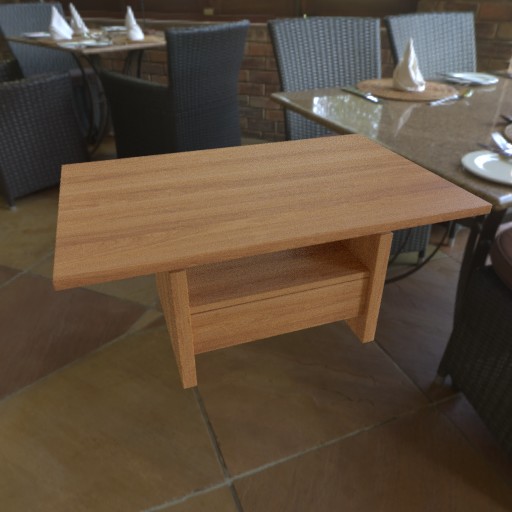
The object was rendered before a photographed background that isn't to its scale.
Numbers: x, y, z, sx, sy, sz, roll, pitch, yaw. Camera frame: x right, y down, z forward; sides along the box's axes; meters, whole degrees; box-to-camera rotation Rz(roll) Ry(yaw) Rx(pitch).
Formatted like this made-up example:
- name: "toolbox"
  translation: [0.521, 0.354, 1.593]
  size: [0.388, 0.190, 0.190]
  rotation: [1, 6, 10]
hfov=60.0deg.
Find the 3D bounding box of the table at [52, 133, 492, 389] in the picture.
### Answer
- name: "table"
  translation: [0.000, 0.000, 1.450]
  size: [1.100, 0.510, 0.700]
  rotation: [-10, 33, -16]
